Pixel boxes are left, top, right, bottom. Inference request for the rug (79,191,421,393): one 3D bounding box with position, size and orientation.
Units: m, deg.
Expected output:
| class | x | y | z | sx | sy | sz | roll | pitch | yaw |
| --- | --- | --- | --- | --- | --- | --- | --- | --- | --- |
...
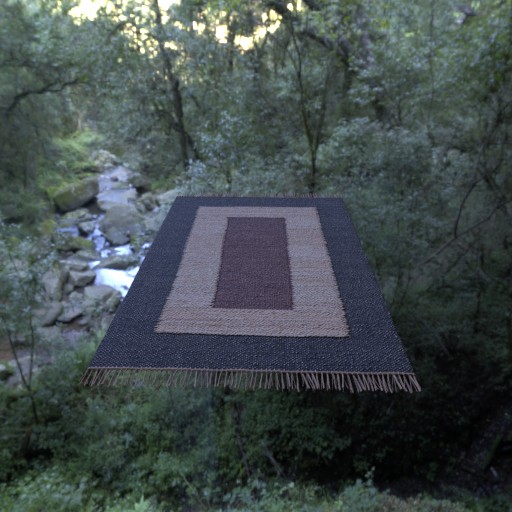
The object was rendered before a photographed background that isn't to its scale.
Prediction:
| class | x | y | z | sx | sy | sz | roll | pitch | yaw |
| --- | --- | --- | --- | --- | --- | --- | --- | --- | --- |
| rug | 0.000 | 0.000 | 2.454 | 1.224 | 0.027 | 2.021 | 1 | 28 | 1 |
